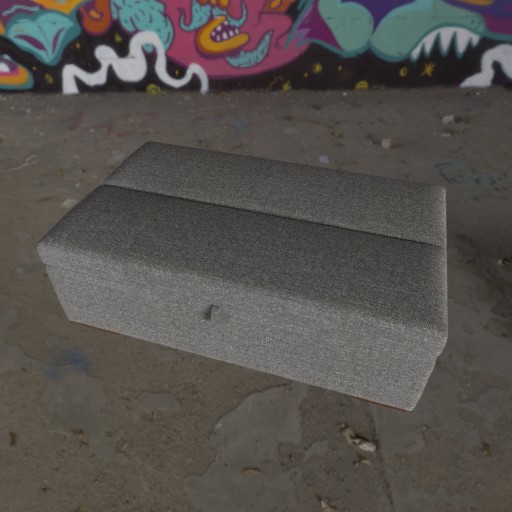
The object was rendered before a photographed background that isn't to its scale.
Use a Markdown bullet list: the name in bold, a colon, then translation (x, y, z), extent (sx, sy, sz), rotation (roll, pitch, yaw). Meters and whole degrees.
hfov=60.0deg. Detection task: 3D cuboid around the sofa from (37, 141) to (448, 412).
- **sofa**: translation (0.000, 0.000, 1.593), extent (1.198, 0.417, 0.782), rotation (12, 42, 13)
